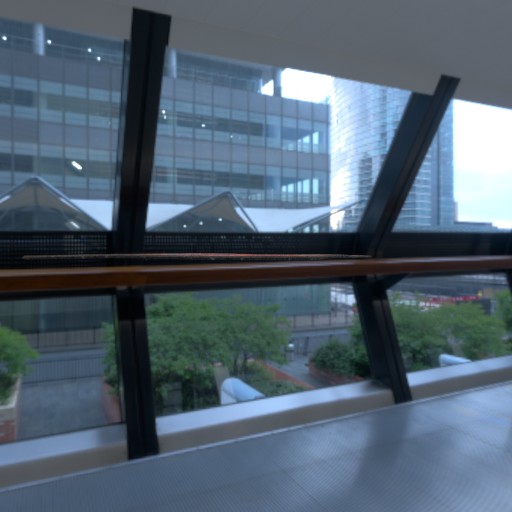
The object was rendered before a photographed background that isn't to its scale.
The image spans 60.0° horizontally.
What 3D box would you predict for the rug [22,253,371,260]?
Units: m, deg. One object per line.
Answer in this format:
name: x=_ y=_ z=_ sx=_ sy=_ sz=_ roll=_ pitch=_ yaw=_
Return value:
rug: x=0.000 y=0.000 z=3.481 sx=1.522 sy=0.034 sz=3.032 roll=0 pitch=0 yaw=19
